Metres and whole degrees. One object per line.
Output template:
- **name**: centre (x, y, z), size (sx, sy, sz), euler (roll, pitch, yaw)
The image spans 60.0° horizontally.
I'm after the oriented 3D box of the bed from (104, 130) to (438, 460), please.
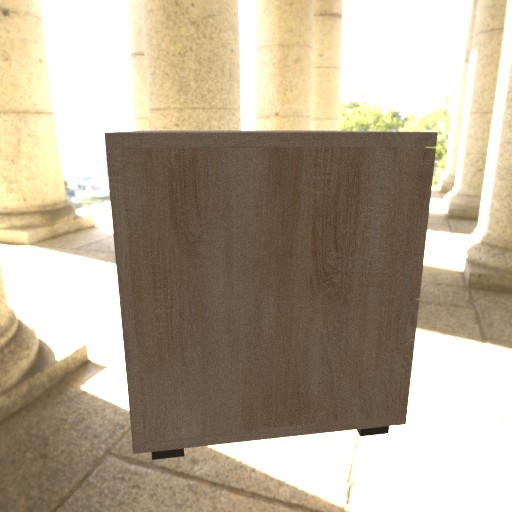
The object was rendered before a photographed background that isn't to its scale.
- **bed**: centre (0.000, 0.000, 0.775), size (0.401, 0.420, 0.460), euler (-3, 16, -9)
